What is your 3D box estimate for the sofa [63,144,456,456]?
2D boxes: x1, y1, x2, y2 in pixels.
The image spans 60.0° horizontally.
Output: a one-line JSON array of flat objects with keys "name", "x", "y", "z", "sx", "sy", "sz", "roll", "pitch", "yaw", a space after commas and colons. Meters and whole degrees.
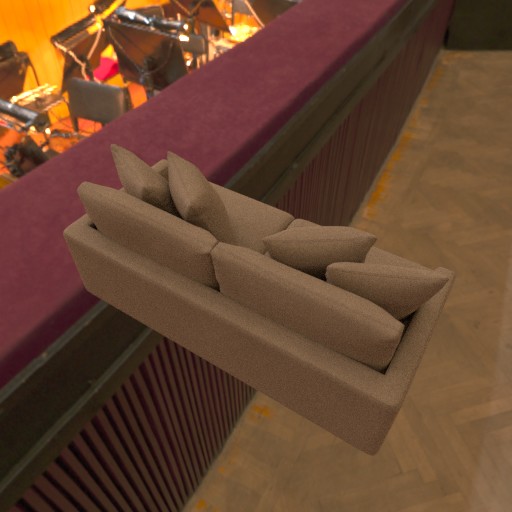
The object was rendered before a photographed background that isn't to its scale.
[{"name": "sofa", "x": 0.000, "y": 0.000, "z": 2.987, "sx": 2.380, "sy": 1.084, "sz": 1.228, "roll": 24, "pitch": 50, "yaw": 22}]
